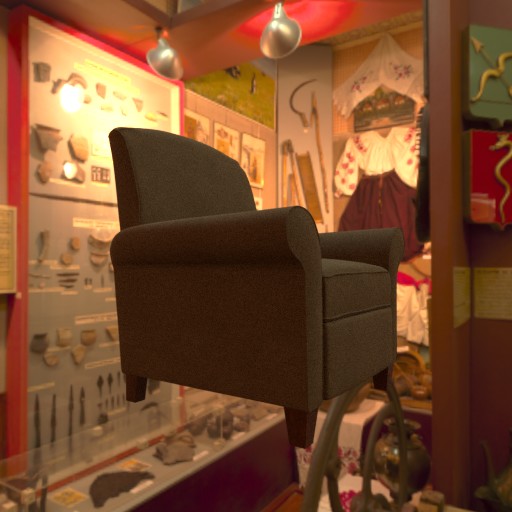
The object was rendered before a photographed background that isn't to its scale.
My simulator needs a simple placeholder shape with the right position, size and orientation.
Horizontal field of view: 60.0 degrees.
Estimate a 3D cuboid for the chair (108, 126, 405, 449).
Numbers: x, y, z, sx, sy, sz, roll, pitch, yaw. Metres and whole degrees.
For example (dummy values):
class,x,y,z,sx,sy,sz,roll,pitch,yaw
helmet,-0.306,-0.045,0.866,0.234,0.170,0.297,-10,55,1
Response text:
class,x,y,z,sx,sy,sz,roll,pitch,yaw
chair,0.000,0.000,1.731,0.905,1.061,0.978,-1,-1,35
